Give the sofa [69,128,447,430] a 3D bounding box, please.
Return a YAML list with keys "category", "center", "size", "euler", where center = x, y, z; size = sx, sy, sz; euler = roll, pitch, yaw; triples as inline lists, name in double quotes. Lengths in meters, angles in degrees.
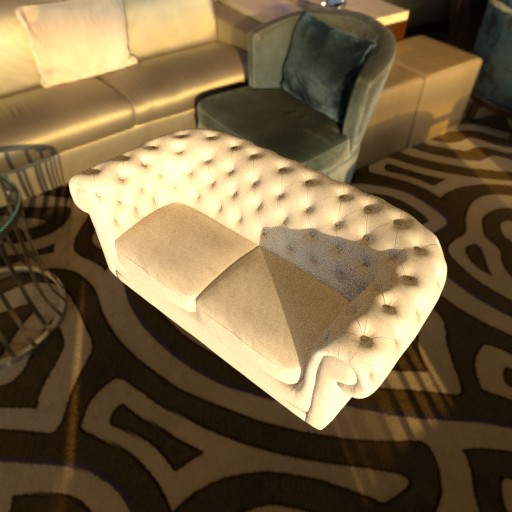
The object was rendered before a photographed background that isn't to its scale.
- category: "sofa"
  center: [0.000, 0.000, 2.567]
  size: [1.988, 0.835, 1.069]
  euler: [31, 52, 28]
